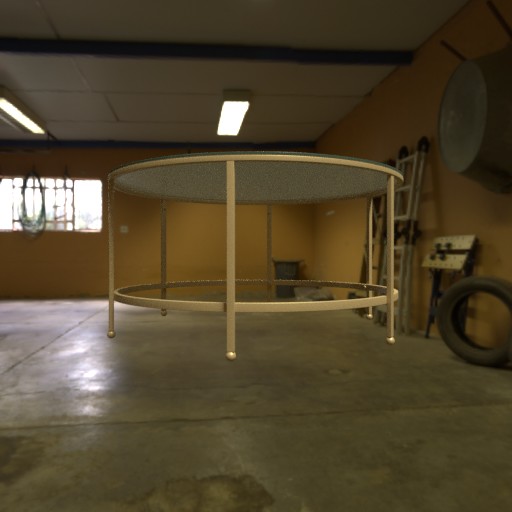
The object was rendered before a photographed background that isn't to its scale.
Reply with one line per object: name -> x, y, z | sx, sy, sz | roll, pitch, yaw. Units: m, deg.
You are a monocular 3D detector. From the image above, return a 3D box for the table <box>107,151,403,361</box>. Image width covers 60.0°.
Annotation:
table -> 0.000, 0.000, 1.442 | 0.914, 0.470, 0.914 | 0, 0, 0
